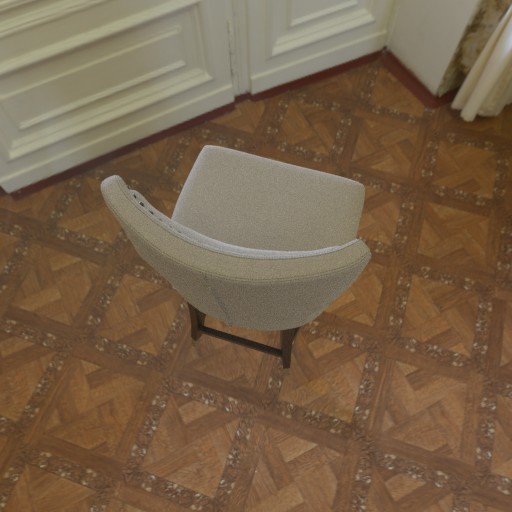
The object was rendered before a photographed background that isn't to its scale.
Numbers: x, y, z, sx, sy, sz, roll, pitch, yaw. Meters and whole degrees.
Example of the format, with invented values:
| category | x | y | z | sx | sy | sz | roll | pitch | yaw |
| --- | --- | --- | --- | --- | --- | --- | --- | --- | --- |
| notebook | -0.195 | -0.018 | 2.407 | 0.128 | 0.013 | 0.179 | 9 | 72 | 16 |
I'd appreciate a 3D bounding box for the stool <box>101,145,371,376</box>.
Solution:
| category | x | y | z | sx | sy | sz | roll | pitch | yaw |
| --- | --- | --- | --- | --- | --- | --- | --- | --- | --- |
| stool | 0.000 | 0.000 | 1.306 | 0.527 | 0.982 | 0.563 | 16 | 65 | 8 |
